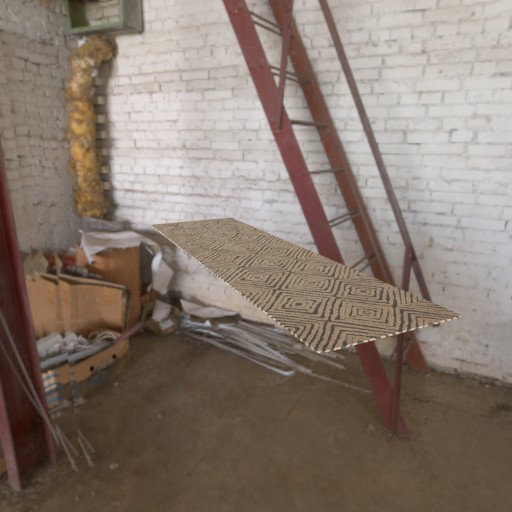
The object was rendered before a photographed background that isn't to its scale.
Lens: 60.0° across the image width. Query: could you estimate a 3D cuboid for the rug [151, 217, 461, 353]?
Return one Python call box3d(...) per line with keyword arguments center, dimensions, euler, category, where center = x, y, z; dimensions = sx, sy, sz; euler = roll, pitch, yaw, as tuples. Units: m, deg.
box3d(center=(0.000, 0.000, 2.572), dimensions=(0.676, 0.008, 2.277), euler=(-8, 18, -25), category="rug")
